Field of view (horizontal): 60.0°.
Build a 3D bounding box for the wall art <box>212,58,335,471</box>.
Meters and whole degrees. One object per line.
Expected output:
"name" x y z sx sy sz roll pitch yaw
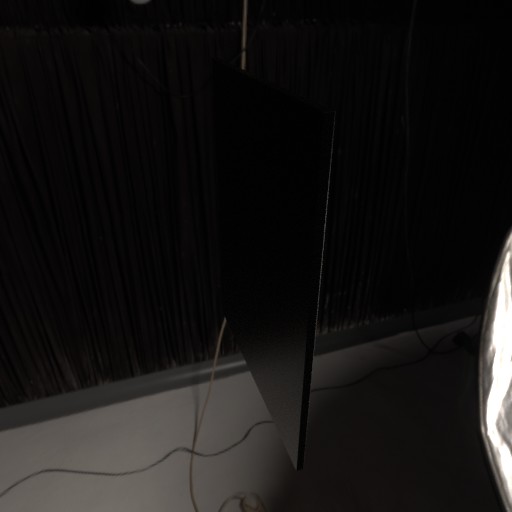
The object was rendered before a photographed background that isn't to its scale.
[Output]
"wall art" 0.000 0.000 0.770 0.013 0.582 0.442 -10 32 -17
